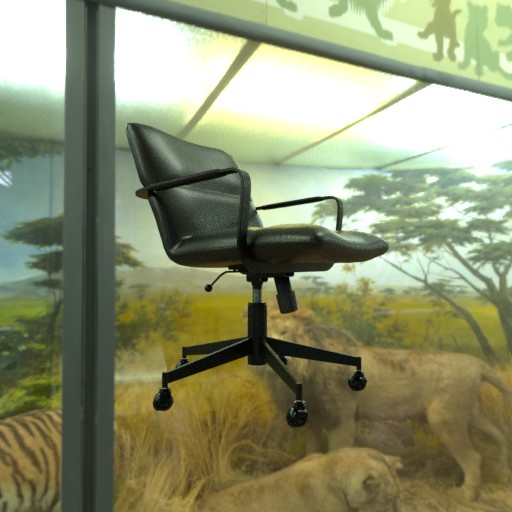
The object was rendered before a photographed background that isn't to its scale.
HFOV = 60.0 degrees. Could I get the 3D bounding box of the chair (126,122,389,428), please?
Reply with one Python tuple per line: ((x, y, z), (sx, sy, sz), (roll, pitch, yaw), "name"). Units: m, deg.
((0.000, 0.000, 1.514), (0.748, 0.922, 0.719), (-1, -1, 35), "chair")
